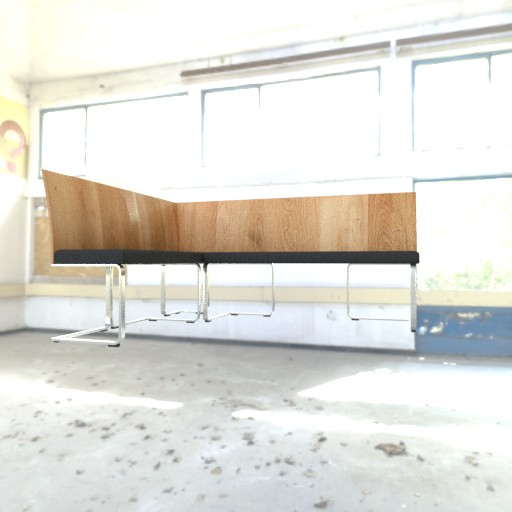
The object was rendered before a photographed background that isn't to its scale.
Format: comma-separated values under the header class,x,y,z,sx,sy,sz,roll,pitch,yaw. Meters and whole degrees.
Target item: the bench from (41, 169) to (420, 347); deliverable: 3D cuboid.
class,x,y,z,sx,sy,sz,roll,pitch,yaw
bench,0.000,0.000,2.785,1.945,0.930,1.495,0,-1,18
